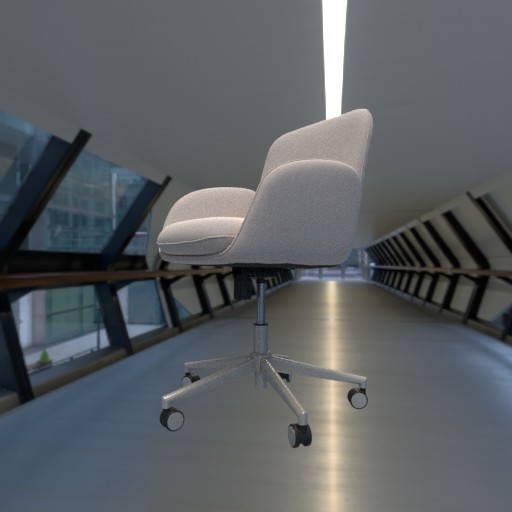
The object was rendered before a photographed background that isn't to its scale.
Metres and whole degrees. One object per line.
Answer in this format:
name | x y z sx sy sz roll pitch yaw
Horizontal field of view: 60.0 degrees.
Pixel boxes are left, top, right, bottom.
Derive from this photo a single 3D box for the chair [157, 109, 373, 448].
chair | 0.000 0.000 1.397 0.633 0.959 0.648 0 0 -36
